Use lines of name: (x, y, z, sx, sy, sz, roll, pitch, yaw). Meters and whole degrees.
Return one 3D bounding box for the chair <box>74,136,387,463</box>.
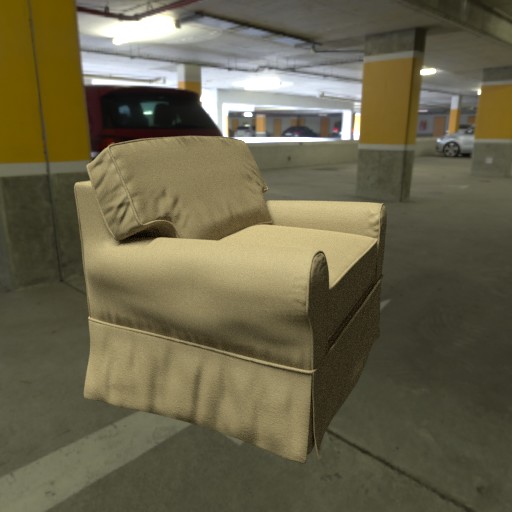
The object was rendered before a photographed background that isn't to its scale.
chair: (0.000, 0.000, 1.798, 0.903, 0.937, 1.096, 8, 18, 25)
